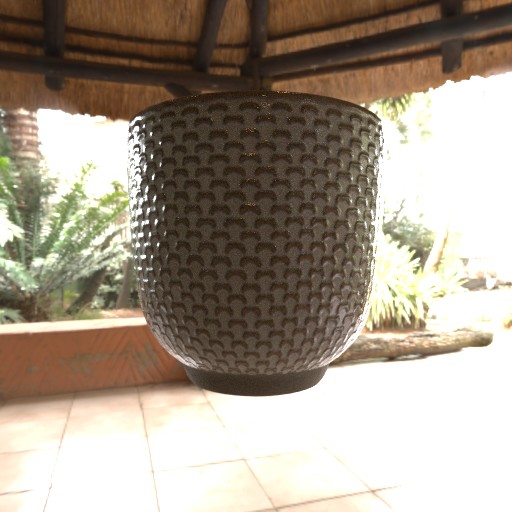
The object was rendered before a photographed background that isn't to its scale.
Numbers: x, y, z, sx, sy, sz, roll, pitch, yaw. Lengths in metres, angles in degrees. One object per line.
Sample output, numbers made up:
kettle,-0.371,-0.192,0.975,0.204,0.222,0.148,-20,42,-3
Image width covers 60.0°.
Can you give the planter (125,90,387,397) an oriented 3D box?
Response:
planter,0.000,0.000,0.348,0.197,0.191,0.197,0,0,0
